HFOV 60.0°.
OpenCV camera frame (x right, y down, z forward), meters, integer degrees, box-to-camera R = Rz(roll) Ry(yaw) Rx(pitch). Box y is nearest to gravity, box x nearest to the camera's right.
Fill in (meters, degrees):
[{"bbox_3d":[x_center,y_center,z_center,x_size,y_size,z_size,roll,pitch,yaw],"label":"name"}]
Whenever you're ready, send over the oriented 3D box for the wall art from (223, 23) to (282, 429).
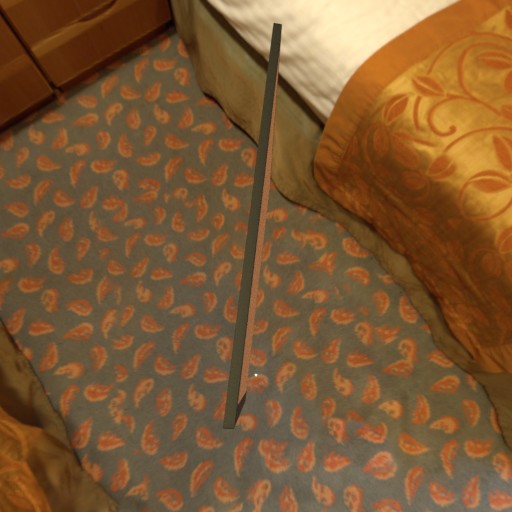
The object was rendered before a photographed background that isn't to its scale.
[{"bbox_3d":[0.000,0.000,0.998,0.016,0.659,0.663,6,75,2],"label":"wall art"}]
